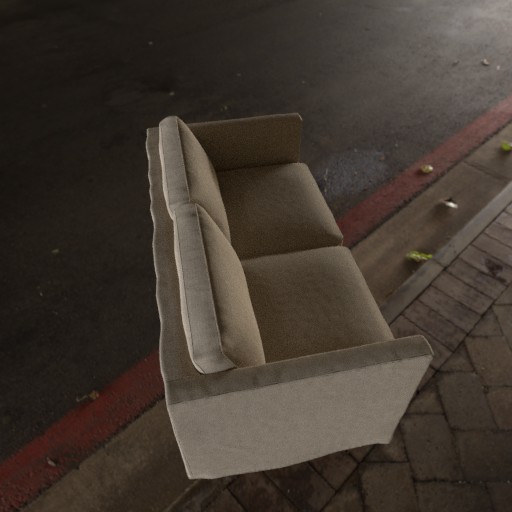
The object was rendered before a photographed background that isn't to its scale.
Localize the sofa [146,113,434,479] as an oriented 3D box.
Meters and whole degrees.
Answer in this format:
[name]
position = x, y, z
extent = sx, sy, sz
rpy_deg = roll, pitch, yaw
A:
[sofa]
position = 0.000, 0.000, 2.237
extent = 0.956, 0.828, 1.766
rpy_deg = -8, 46, -8
